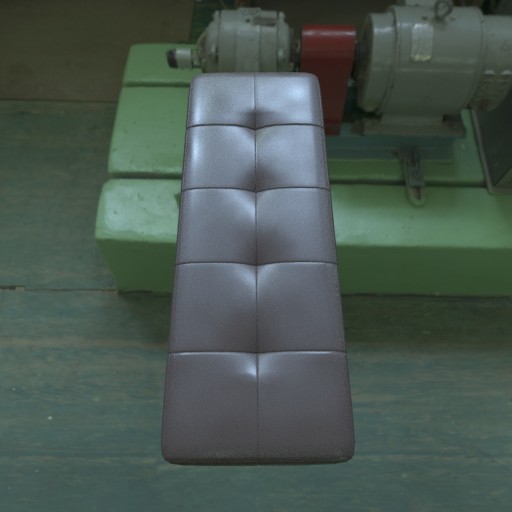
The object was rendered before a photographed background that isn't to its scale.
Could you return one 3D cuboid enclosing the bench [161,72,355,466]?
[{"bbox_3d":[0.000,0.000,1.420,0.450,0.417,1.219,0,64,0],"label":"bench"}]
